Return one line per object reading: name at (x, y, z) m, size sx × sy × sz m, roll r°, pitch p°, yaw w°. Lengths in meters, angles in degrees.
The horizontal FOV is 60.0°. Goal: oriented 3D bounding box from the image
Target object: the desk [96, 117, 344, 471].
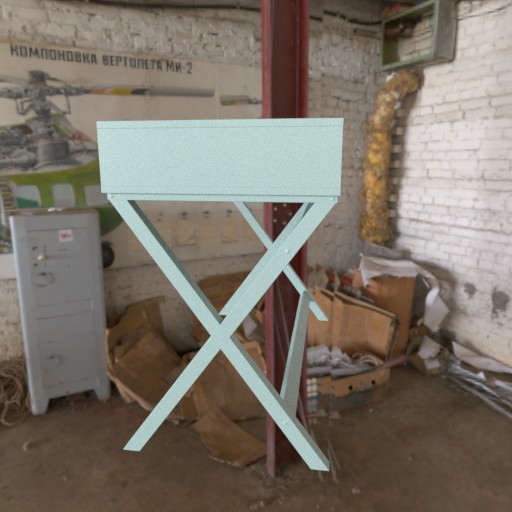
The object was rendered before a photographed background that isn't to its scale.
desk at (0.000, 0.000, 1.473) m, size 0.509 × 0.780 × 1.059 m, roll 2°, pitch 12°, yaw 9°
